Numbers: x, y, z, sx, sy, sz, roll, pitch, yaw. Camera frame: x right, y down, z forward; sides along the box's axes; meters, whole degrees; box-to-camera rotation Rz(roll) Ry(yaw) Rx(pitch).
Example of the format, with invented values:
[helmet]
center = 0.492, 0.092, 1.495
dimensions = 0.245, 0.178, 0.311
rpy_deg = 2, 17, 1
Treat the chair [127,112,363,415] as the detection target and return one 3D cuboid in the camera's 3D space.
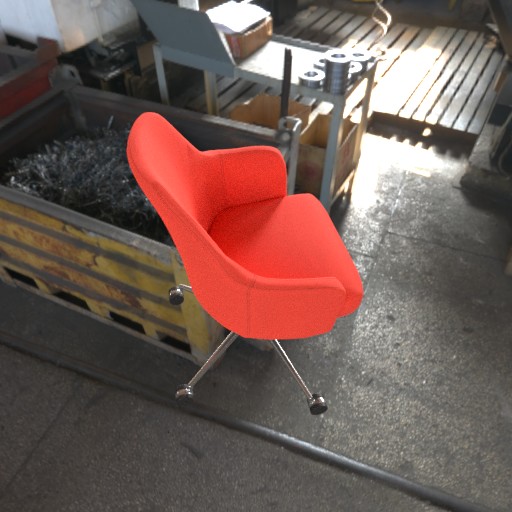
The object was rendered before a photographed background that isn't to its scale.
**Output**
[chair]
center = 0.000, 0.000, 1.278
dimensions = 0.600, 0.820, 0.655
rpy_deg = -9, 47, -9
